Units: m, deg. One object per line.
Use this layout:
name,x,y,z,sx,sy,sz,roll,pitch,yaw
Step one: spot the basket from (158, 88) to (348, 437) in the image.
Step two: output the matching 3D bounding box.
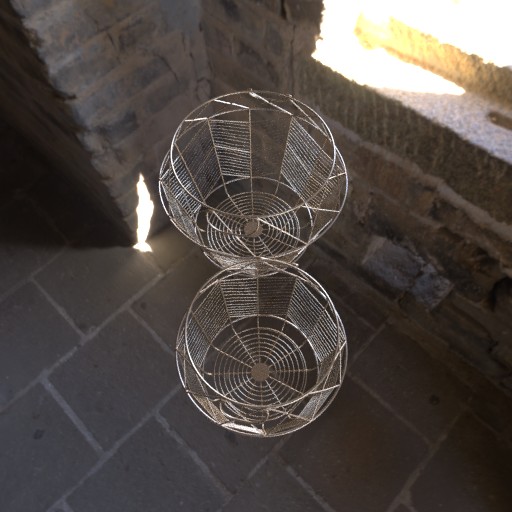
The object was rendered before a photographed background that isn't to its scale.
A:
basket,0.000,0.000,1.041,0.451,0.343,0.805,-2,62,-1
